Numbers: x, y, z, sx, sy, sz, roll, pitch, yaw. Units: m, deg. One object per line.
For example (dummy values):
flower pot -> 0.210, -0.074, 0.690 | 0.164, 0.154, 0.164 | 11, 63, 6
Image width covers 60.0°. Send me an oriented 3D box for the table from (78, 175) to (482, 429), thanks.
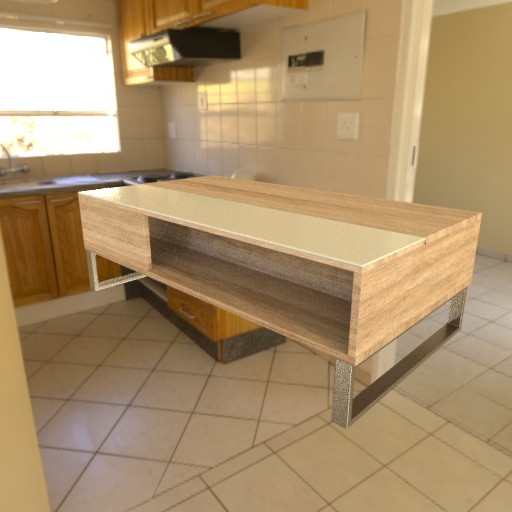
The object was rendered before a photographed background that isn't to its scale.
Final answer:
table -> 0.000, 0.000, 1.396 | 1.100, 0.350, 0.600 | 16, 24, 42
